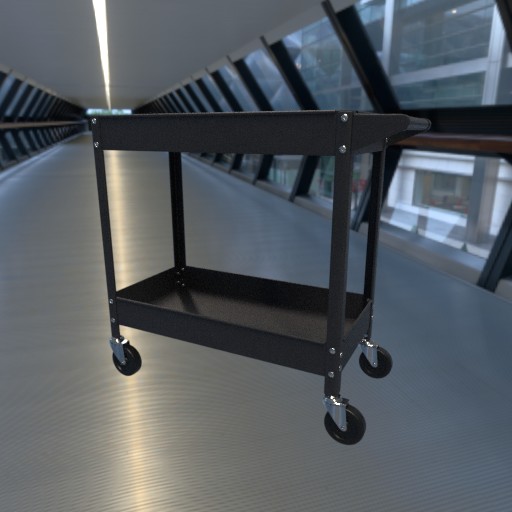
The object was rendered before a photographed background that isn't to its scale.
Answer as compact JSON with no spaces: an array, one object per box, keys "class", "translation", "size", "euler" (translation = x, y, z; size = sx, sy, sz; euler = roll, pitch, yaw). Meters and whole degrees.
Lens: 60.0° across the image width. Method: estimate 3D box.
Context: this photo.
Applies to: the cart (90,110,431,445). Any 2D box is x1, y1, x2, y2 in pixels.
[{"class":"cart","translation":[0.000,0.000,1.186],"size":[0.779,0.719,0.366],"euler":[8,18,26]}]
